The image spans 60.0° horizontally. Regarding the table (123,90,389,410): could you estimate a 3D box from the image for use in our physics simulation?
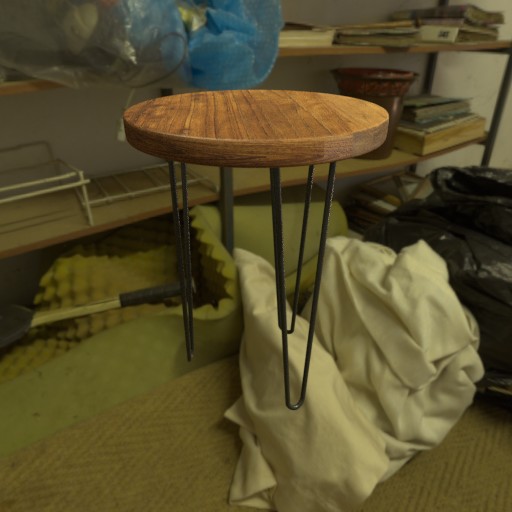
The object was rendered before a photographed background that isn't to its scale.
[{"bbox_3d":[0.000,0.000,0.810,0.400,0.520,0.400,0,28,0],"label":"table"}]
